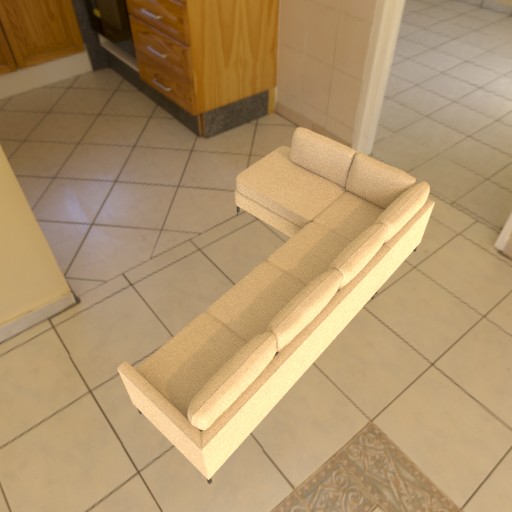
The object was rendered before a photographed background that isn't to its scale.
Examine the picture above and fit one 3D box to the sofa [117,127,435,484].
[{"bbox_3d":[0.000,0.000,4.361,2.048,0.996,3.384,33,54,27],"label":"sofa"}]
